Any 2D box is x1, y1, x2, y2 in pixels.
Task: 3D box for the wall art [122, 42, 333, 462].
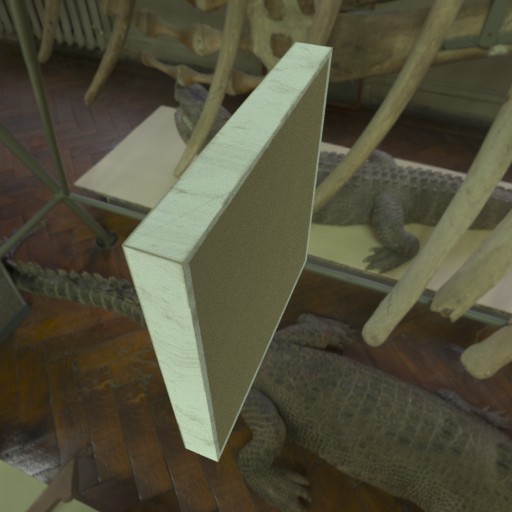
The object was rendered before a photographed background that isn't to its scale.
[{"bbox_3d":[0.000,0.000,0.447,0.038,0.303,0.305,16,49,15],"label":"wall art"}]
